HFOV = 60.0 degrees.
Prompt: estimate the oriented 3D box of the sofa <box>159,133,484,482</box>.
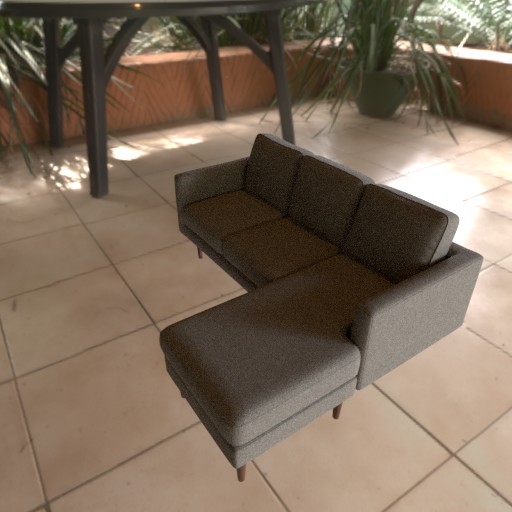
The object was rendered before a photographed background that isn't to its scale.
[{"bbox_3d":[0.000,0.000,2.867,1.667,0.957,2.055,-20,38,-29],"label":"sofa"}]
